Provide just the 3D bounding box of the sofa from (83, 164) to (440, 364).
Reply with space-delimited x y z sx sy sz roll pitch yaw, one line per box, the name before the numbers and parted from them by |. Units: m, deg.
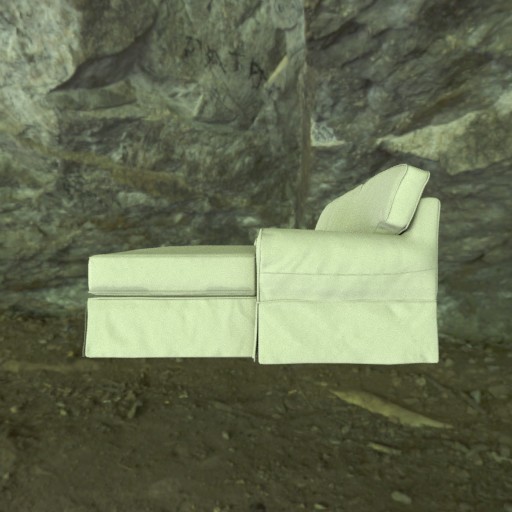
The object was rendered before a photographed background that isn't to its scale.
sofa | 0.000 0.000 3.276 1.733 0.978 2.475 0 1 -1
